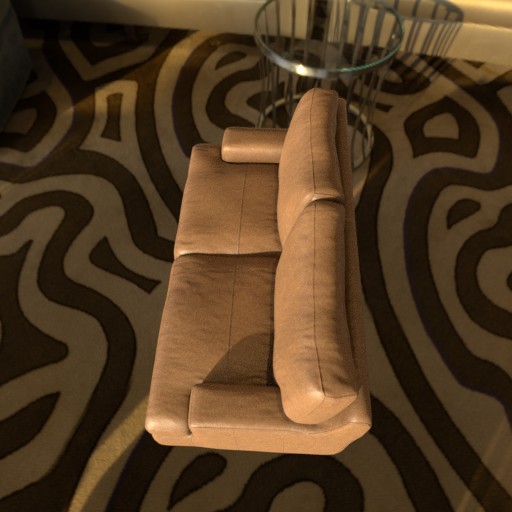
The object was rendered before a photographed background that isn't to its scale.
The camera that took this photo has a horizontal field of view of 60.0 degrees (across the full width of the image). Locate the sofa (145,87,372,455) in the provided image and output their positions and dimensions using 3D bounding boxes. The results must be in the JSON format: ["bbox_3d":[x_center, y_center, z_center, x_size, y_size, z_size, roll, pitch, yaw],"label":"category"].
[{"bbox_3d":[0.000,0.000,2.394,0.962,0.980,1.855,2,58,2],"label":"sofa"}]
